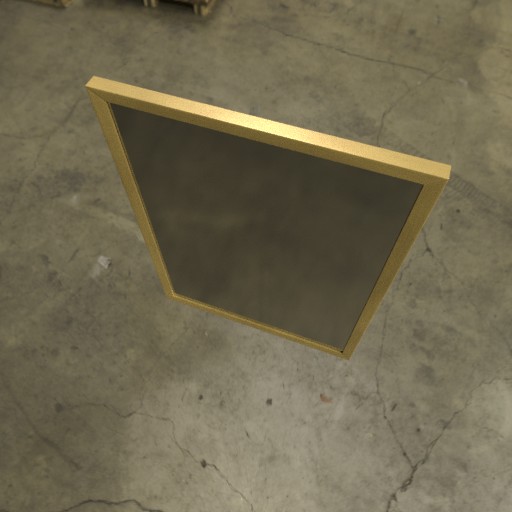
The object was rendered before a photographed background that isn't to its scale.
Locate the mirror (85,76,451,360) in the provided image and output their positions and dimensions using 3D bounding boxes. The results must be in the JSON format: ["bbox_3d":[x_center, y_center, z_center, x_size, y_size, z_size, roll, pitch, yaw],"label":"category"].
[{"bbox_3d":[0.000,0.000,1.317,0.762,1.016,0.040,17,60,10],"label":"mirror"}]
